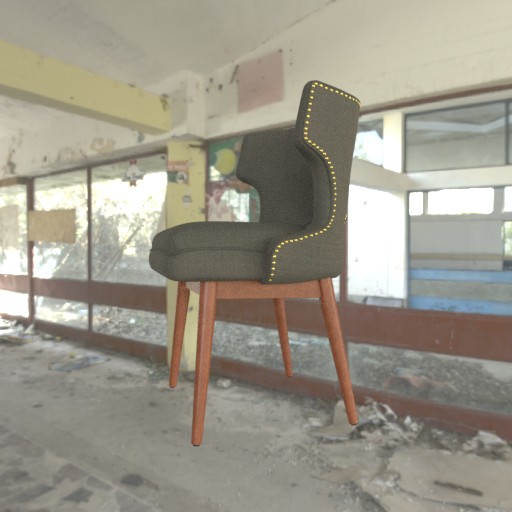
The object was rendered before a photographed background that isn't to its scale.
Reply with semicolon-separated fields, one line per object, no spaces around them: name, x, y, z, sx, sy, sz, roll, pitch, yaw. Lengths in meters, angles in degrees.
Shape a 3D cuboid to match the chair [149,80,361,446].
chair;0.000;0.000;1.285;0.581;0.863;0.595;0;1;-18
